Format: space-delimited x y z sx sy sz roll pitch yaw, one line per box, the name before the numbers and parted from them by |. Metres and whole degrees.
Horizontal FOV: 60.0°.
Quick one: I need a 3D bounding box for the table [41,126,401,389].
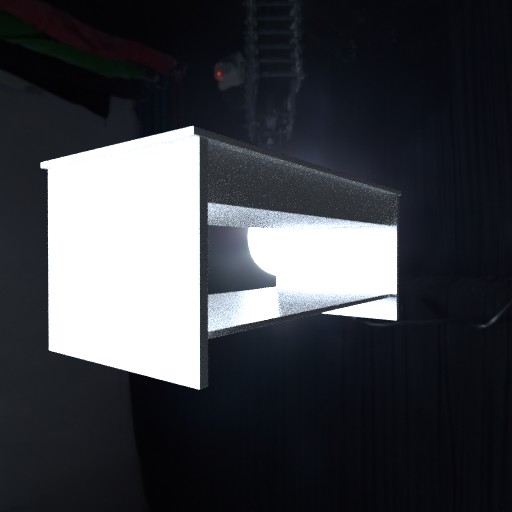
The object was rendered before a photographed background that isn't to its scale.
table | 0.000 0.000 1.281 0.500 0.441 1.000 0 1 37
